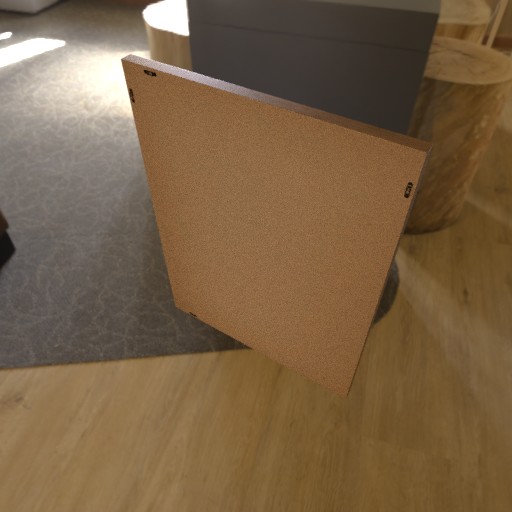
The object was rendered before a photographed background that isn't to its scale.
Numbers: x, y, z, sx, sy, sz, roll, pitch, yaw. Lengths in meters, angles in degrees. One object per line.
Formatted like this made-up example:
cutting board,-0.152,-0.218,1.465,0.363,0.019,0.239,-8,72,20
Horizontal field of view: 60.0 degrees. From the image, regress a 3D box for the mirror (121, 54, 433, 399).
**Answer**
mirror,0.000,0.000,1.331,0.762,1.016,0.041,24,52,21
